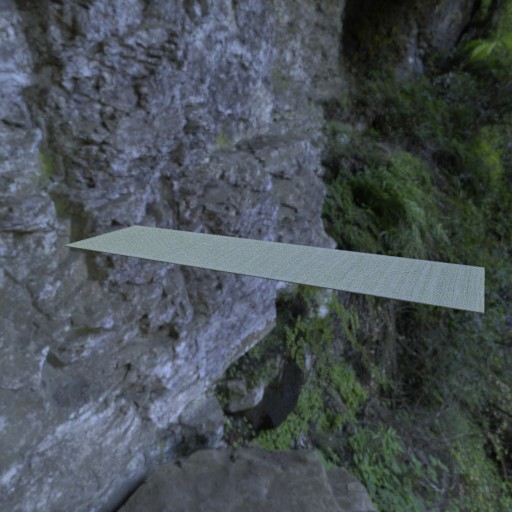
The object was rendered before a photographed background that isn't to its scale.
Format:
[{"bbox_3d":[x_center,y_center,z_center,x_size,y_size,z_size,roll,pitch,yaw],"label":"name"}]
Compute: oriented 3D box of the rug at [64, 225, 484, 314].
[{"bbox_3d":[0.000,0.000,2.641,2.437,0.006,0.686,8,18,25],"label":"rug"}]
